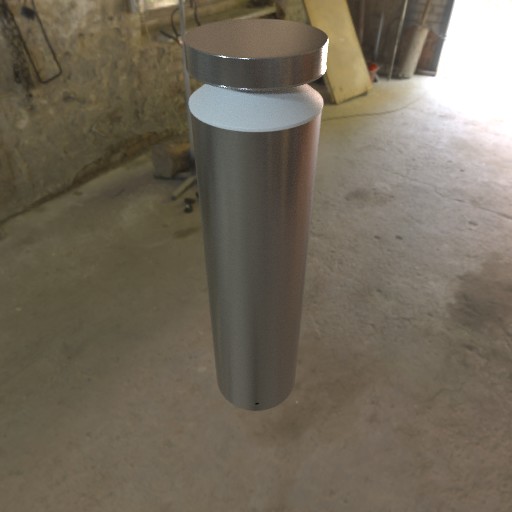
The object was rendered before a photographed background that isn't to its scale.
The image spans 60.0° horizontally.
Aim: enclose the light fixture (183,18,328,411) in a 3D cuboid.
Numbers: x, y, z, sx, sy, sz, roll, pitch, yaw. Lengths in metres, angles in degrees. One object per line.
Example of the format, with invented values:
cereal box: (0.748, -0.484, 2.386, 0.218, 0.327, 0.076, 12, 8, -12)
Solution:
light fixture: (0.000, 0.000, 0.437, 0.102, 0.400, 0.102, -1, 40, -1)
